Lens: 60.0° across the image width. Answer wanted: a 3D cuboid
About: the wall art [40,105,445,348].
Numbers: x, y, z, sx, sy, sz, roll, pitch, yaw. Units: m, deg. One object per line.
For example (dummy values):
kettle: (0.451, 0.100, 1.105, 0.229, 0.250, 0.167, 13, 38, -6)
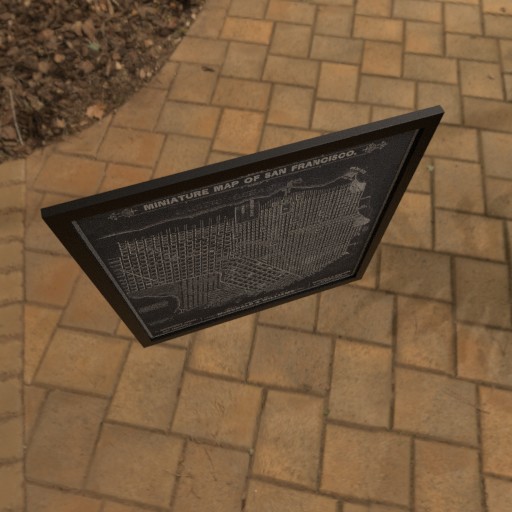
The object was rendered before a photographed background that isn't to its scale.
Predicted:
wall art: (0.000, 0.000, 0.683, 0.457, 0.458, 0.012, -17, 63, -9)
